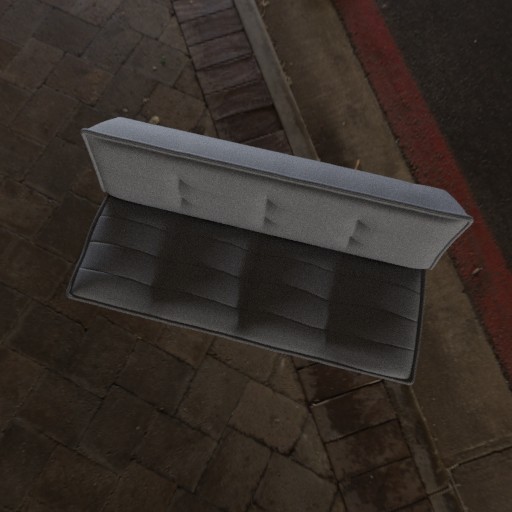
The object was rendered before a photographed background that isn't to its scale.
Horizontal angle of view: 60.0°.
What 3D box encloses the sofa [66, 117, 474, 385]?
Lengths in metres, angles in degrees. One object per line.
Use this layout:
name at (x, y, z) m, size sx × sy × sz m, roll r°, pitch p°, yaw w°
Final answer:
sofa at (0.000, 0.000, 2.456) m, size 1.940 × 0.890 × 0.950 m, roll 14°, pitch 75°, yaw 4°
